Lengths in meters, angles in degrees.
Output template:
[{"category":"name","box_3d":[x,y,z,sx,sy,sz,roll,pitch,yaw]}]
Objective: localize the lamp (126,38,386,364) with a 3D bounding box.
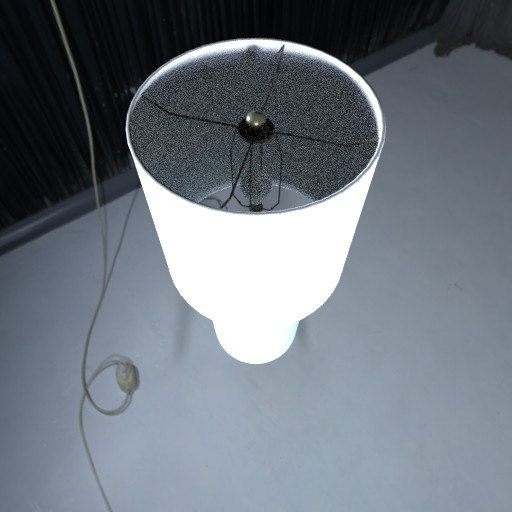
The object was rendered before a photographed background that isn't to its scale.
[{"category":"lamp","box_3d":[0.000,0.000,1.088,0.418,0.871,0.418,-32,63,-18]}]
